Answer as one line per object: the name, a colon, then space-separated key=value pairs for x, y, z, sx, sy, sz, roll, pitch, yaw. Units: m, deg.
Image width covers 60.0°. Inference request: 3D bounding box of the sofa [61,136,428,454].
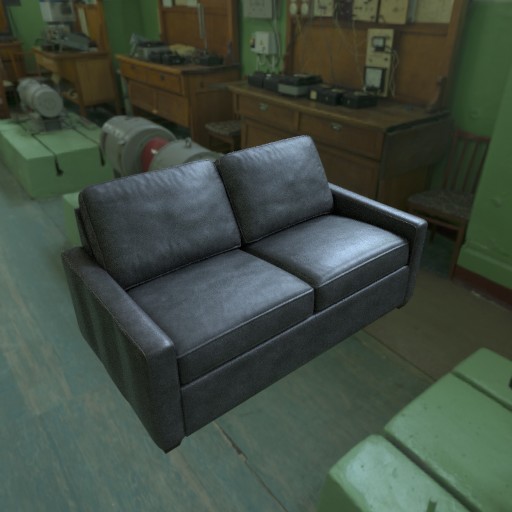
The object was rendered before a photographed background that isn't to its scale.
sofa: x=0.000 y=0.000 z=2.358 sx=1.732 sy=0.916 sz=0.939 roll=-22 pitch=37 yaw=-32
